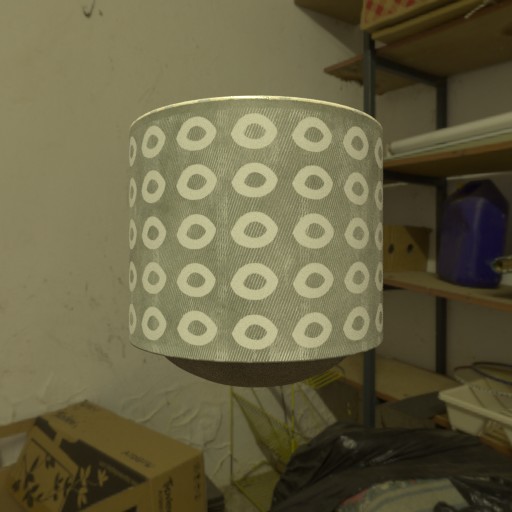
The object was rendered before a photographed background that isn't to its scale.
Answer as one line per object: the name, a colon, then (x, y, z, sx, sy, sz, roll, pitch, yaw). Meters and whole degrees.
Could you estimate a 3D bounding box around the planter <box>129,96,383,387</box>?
planter: (0.000, 0.000, 0.345, 0.190, 0.181, 0.190, 0, 0, 0)
